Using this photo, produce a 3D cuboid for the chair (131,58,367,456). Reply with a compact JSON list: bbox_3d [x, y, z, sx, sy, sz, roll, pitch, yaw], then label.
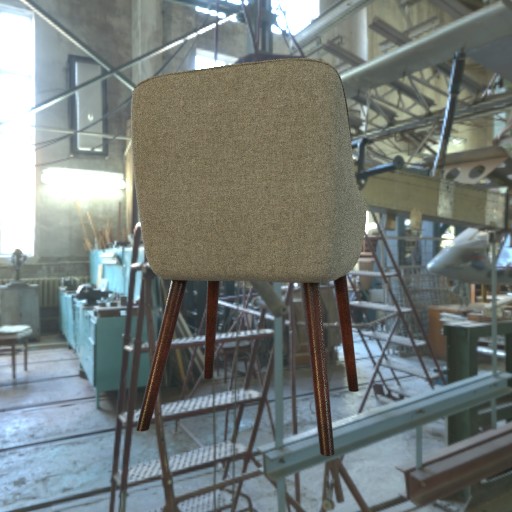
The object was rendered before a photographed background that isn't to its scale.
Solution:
[{"bbox_3d":[0.000,0.000,1.162,0.543,0.803,0.519,0,0,17],"label":"chair"}]
